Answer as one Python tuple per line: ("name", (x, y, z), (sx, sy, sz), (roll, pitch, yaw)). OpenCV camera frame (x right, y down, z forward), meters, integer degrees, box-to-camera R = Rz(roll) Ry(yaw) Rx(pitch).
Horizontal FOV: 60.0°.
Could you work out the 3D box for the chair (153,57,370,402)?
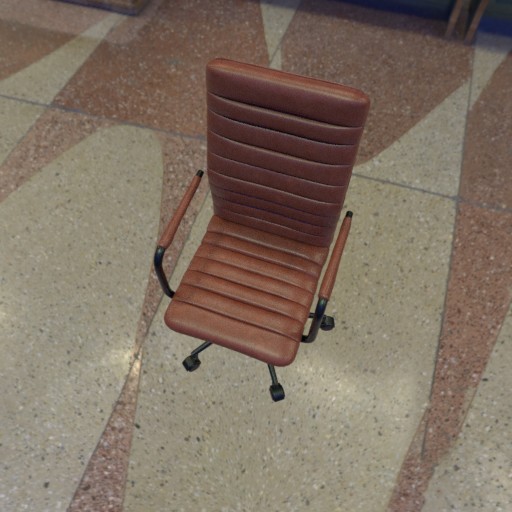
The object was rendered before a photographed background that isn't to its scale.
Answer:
("chair", (0.000, 0.000, 1.351), (0.608, 0.979, 0.580), (17, 60, 10))
